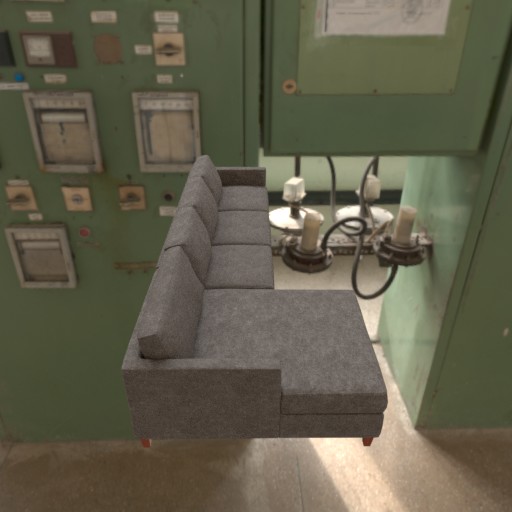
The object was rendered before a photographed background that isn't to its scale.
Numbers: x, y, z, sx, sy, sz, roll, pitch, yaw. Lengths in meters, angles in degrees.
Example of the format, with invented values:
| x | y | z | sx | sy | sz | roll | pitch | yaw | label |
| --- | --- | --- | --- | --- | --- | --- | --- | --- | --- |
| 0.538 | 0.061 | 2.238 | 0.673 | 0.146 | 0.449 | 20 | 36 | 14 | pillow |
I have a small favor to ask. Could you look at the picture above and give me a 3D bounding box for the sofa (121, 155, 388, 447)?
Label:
| x | y | z | sx | sy | sz | roll | pitch | yaw | label |
| --- | --- | --- | --- | --- | --- | --- | --- | --- | --- |
| 0.000 | 0.000 | 4.147 | 1.606 | 0.954 | 3.471 | 0 | 31 | 0 | sofa |
